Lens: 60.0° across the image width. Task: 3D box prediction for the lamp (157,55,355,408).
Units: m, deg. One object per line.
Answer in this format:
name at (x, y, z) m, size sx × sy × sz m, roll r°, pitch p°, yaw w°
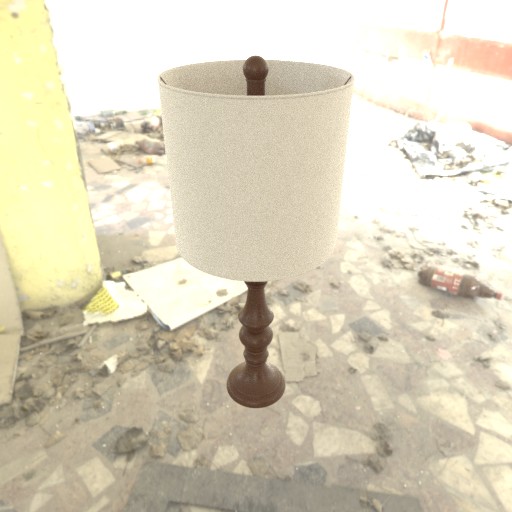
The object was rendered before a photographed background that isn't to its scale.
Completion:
lamp at (0.000, 0.000, 0.717) m, size 0.250 × 0.597 × 0.250 m, roll -1°, pitch 32°, yaw -1°
